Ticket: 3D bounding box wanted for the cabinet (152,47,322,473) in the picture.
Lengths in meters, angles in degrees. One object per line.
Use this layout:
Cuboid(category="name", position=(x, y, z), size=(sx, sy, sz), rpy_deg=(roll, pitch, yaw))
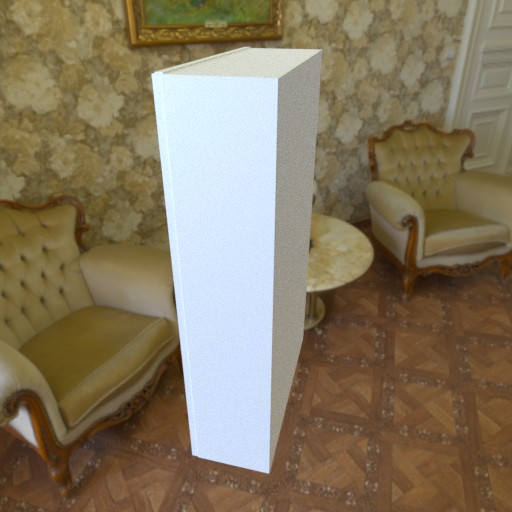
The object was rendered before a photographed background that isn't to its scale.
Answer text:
Cuboid(category="cabinet", position=(0.000, 0.000, 2.631), size=(0.480, 2.160, 1.250), rpy_deg=(7, 30, 12))
